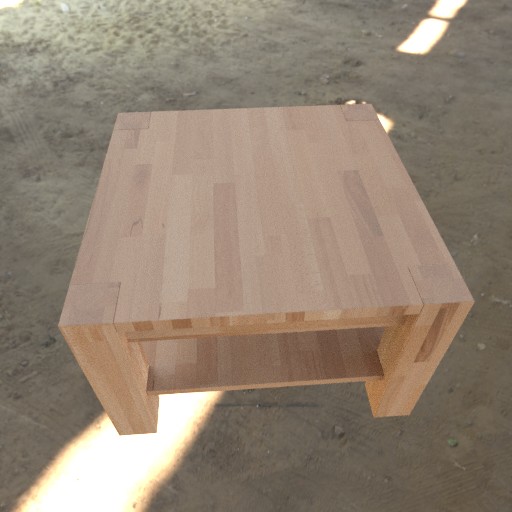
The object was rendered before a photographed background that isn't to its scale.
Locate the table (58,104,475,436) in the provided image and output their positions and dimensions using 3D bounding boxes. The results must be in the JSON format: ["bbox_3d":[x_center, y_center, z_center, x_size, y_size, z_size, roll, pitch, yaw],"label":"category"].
[{"bbox_3d":[0.000,0.000,1.144,0.700,0.451,0.700,-3,46,-3],"label":"table"}]
